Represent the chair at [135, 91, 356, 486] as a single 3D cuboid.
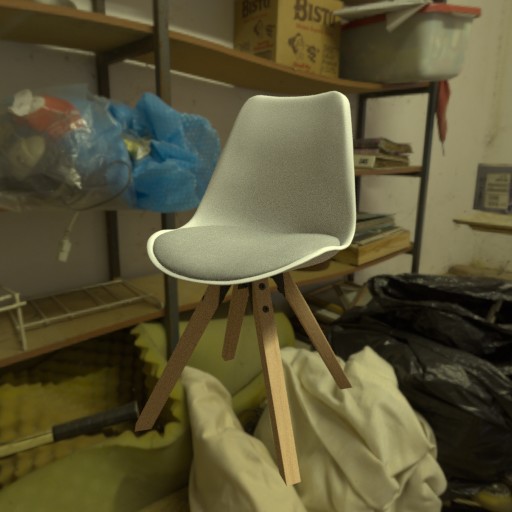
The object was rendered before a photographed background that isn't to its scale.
[{"bbox_3d":[0.000,0.000,1.154,0.485,0.850,0.550,7,15,26],"label":"chair"}]
